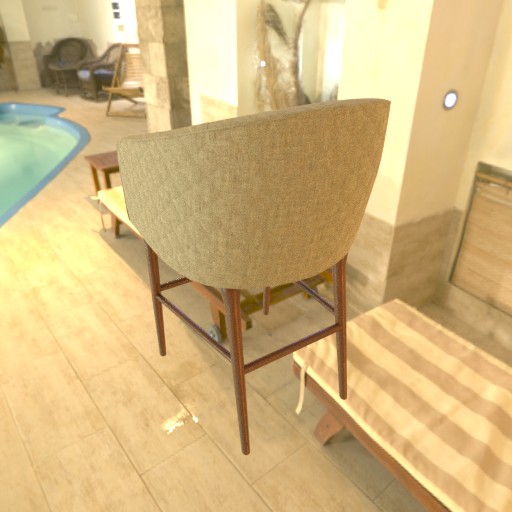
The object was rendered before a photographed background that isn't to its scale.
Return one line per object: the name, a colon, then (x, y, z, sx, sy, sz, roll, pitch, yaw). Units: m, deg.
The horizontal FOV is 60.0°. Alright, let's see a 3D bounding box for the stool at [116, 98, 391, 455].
stool: (0.000, 0.000, 1.297, 0.559, 0.952, 0.635, -18, 34, -28)
